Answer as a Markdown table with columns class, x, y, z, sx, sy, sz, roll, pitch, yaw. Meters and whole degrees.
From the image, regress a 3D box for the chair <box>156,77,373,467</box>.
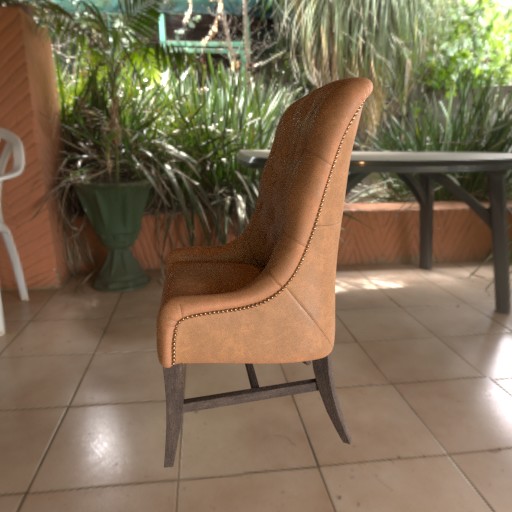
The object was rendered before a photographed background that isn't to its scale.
| class | x | y | z | sx | sy | sz | roll | pitch | yaw |
| --- | --- | --- | --- | --- | --- | --- | --- | --- | --- |
| chair | 0.000 | 0.000 | 1.457 | 0.629 | 1.091 | 0.634 | -2 | 15 | -8 |
